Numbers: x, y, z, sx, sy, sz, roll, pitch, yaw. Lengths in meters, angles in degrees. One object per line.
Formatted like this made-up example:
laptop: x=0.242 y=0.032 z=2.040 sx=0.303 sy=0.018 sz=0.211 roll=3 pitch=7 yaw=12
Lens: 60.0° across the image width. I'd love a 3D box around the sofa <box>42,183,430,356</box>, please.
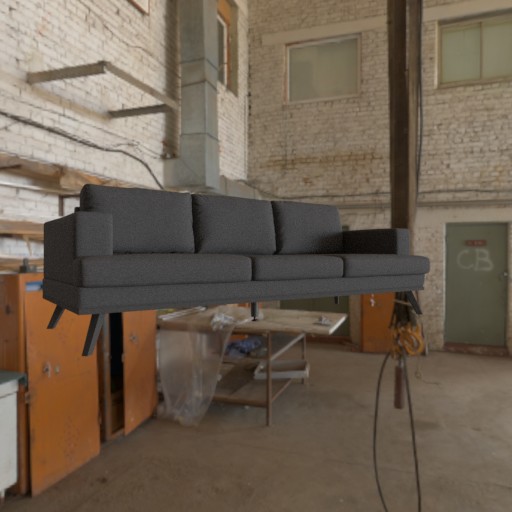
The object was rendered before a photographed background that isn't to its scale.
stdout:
sofa: x=0.000 y=0.000 z=2.771 sx=2.310 sy=0.810 sz=0.920 roll=0 pitch=0 yaw=-35
